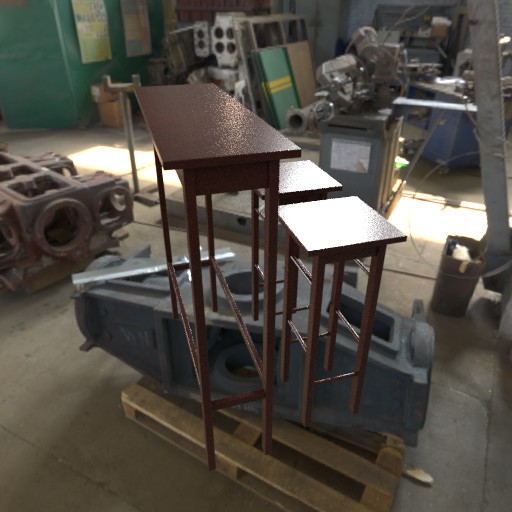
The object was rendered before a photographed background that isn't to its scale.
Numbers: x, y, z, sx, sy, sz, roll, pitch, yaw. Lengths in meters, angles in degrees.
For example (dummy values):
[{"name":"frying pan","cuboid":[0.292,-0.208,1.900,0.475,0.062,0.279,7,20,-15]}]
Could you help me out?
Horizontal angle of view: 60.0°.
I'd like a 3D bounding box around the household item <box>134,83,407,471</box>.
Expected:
[{"name":"household item","cuboid":[0.000,0.000,1.633,0.676,1.067,0.914,-9,31,-15]}]
